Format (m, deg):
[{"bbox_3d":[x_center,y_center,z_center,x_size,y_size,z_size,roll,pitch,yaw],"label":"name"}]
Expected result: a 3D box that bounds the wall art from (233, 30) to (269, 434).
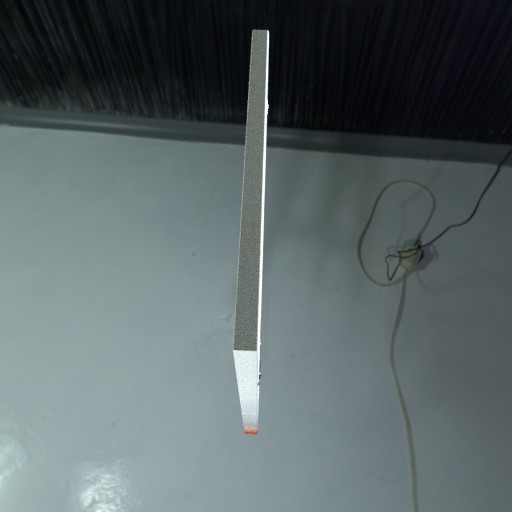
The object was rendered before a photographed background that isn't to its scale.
[{"bbox_3d":[0.000,0.000,1.154,0.042,0.760,0.760,2,60,1],"label":"wall art"}]
